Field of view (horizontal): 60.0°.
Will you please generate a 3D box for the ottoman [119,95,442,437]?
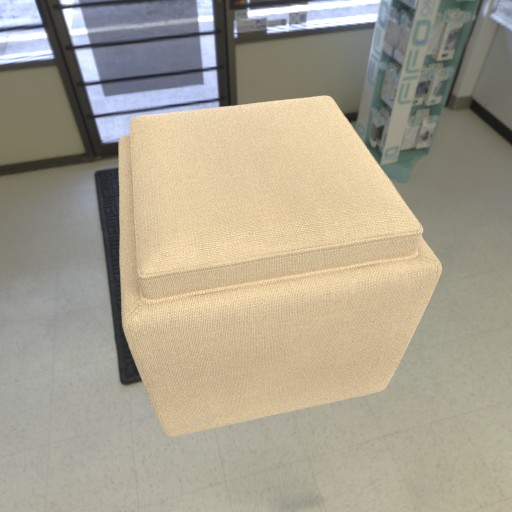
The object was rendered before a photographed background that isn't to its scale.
[{"bbox_3d":[0.000,0.000,0.833,0.450,0.460,0.451,-9,47,-9],"label":"ottoman"}]
